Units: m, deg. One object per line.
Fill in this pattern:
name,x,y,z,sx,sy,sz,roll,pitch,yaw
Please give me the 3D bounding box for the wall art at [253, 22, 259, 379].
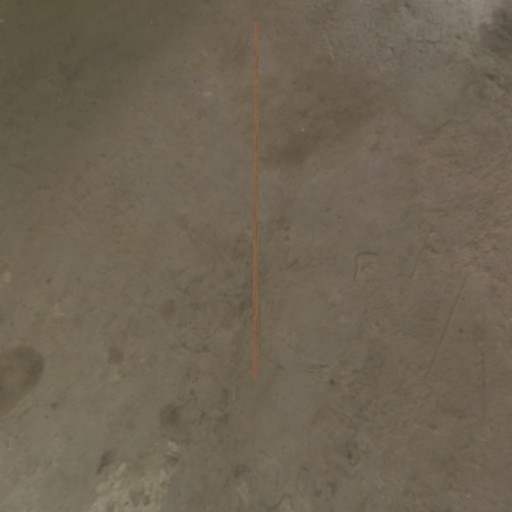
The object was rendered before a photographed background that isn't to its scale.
wall art,0.000,0.000,1.910,0.019,1.527,1.019,0,75,0
